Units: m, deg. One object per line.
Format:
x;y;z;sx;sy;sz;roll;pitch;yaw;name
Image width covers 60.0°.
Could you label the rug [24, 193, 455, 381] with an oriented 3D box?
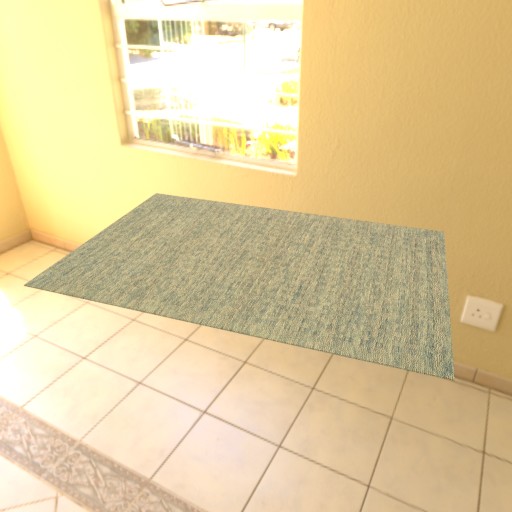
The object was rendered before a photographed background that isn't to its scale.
0.000;0.000;2.160;1.752;0.006;1.142;9;31;16;rug
